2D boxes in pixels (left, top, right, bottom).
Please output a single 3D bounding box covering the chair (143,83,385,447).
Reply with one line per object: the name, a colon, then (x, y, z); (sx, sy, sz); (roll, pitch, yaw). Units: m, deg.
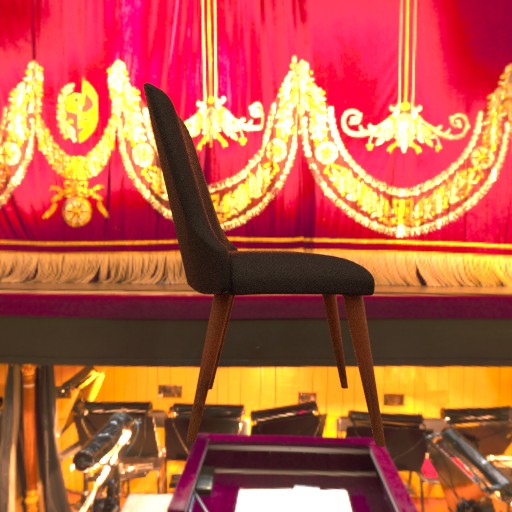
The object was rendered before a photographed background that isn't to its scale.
chair: (0.000, 0.000, 1.176); (0.567, 0.820, 0.504); (0, 1, 0)
